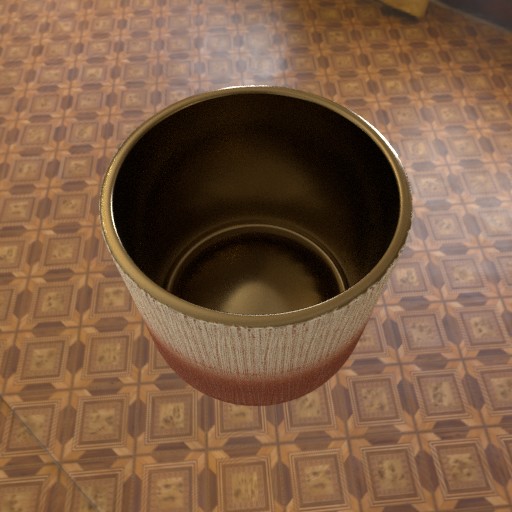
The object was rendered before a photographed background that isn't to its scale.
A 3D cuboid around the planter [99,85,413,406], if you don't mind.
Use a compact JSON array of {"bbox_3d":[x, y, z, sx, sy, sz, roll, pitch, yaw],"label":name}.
[{"bbox_3d":[0.000,0.000,0.449,0.254,0.221,0.254,0,58,0],"label":"planter"}]
